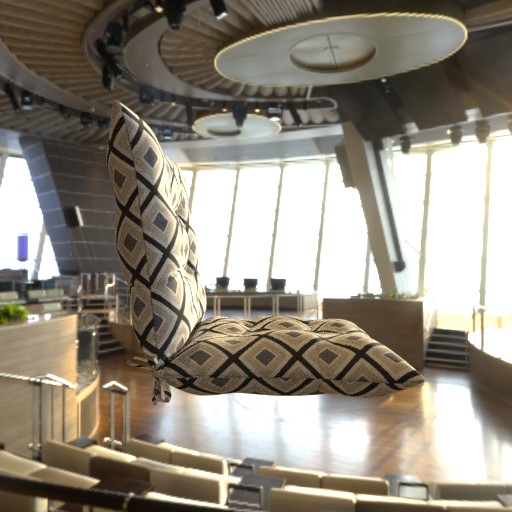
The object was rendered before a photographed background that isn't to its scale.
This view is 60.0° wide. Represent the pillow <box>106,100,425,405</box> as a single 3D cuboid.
[{"bbox_3d":[0.000,0.000,1.006,0.585,0.536,0.541,0,-1,0],"label":"pillow"}]
